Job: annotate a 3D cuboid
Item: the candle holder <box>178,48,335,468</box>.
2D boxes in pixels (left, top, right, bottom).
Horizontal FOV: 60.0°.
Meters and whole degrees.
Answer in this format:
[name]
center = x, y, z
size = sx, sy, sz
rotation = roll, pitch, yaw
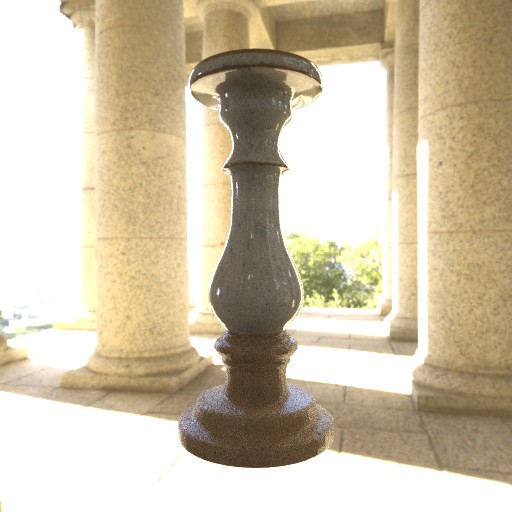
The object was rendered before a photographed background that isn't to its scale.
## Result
[candle holder]
center = 0.000, 0.000, 0.252
size = 0.088, 0.203, 0.088
rotation = 0, 0, 0
